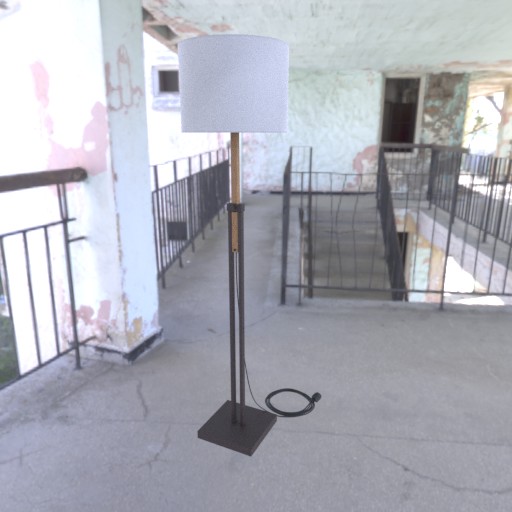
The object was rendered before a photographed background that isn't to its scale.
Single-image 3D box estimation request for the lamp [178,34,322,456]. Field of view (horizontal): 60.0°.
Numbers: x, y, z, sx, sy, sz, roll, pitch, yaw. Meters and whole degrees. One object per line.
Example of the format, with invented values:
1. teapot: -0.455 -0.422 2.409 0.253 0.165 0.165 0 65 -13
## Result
1. lamp: 0.000 0.000 1.935 0.474 1.650 0.639 8 17 25
